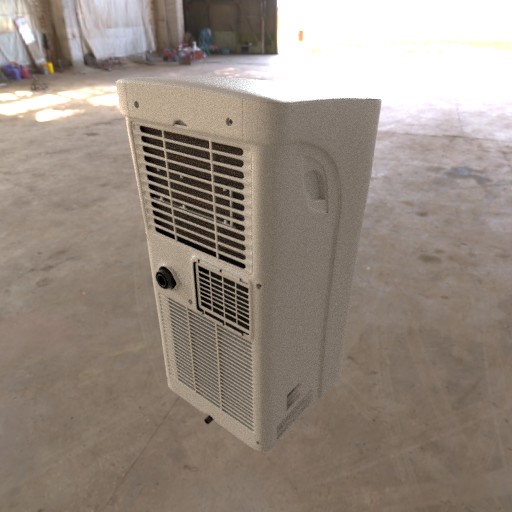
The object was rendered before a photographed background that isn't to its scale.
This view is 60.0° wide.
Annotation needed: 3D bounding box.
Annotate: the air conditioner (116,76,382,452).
[{"bbox_3d":[0.000,0.000,0.927,0.352,0.716,0.369,22,35,34],"label":"air conditioner"}]
